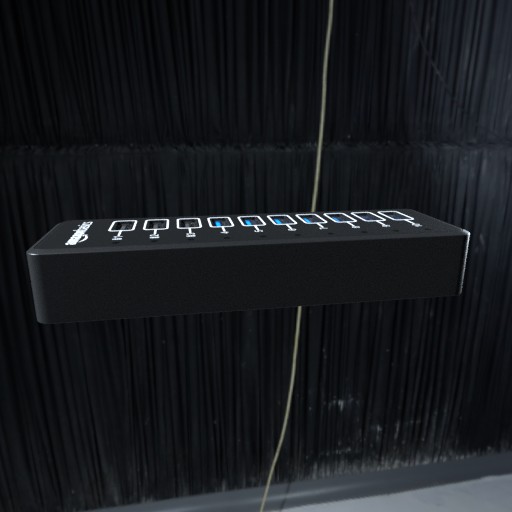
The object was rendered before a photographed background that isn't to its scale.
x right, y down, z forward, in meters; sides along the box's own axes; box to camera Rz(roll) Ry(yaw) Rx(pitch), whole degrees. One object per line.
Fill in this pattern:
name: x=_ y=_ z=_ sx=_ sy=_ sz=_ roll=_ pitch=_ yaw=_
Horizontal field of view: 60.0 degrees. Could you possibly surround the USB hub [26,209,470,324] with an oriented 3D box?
USB hub: x=0.000 y=0.000 z=0.164 sx=0.145 sy=0.023 sz=0.044 roll=-3 pitch=17 yaw=-9
